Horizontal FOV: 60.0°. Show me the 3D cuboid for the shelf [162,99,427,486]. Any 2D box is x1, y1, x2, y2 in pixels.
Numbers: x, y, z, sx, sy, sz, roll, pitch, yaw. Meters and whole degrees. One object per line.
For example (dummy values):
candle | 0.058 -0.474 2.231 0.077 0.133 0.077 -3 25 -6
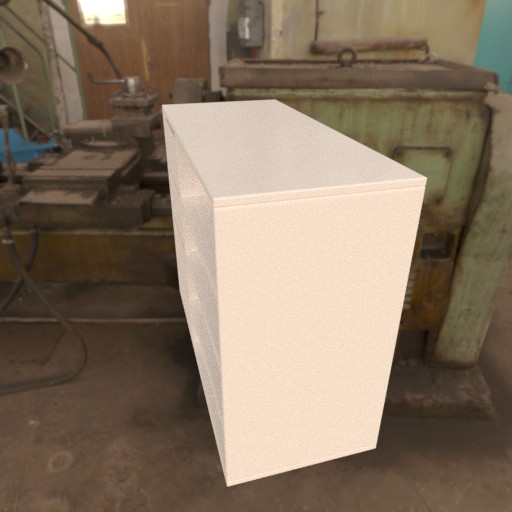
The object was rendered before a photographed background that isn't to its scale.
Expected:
shelf | 0.000 0.000 1.311 0.396 0.732 0.895 -8 29 -14
